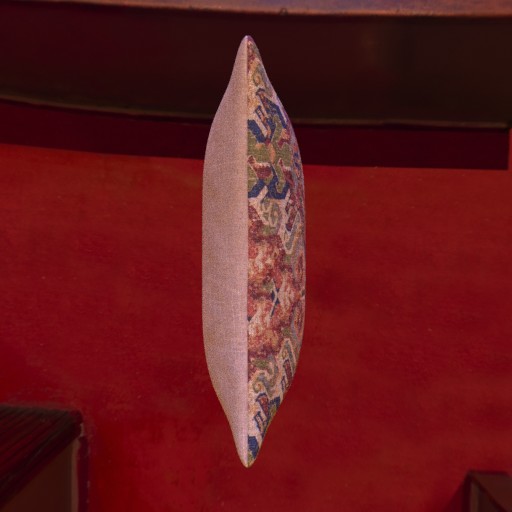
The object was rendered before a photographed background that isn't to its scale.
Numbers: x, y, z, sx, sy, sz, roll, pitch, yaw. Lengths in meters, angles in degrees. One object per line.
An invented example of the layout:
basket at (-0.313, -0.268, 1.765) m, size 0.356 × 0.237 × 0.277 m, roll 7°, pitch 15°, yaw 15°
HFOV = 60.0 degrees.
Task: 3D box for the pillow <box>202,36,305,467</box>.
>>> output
pillow at (0.000, 0.000, 0.777) m, size 0.166 × 0.506 × 0.523 m, roll 0°, pitch 90°, yaw 1°
